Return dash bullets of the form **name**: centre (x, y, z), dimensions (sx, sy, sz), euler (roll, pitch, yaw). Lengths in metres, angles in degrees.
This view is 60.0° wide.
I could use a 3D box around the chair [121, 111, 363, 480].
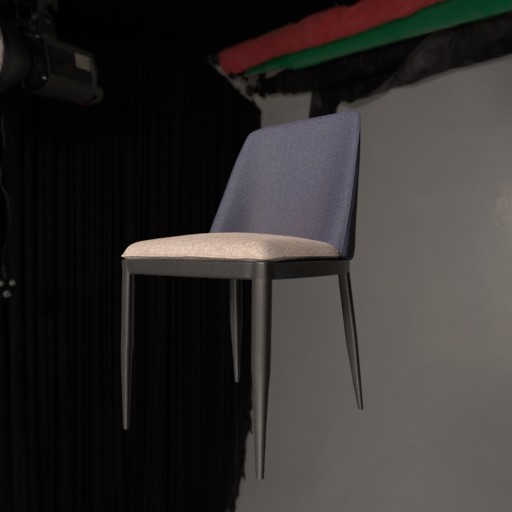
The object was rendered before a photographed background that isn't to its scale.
- **chair**: centre (0.000, 0.000, 1.170), dimensions (0.480, 0.839, 0.551), euler (1, 1, 36)
